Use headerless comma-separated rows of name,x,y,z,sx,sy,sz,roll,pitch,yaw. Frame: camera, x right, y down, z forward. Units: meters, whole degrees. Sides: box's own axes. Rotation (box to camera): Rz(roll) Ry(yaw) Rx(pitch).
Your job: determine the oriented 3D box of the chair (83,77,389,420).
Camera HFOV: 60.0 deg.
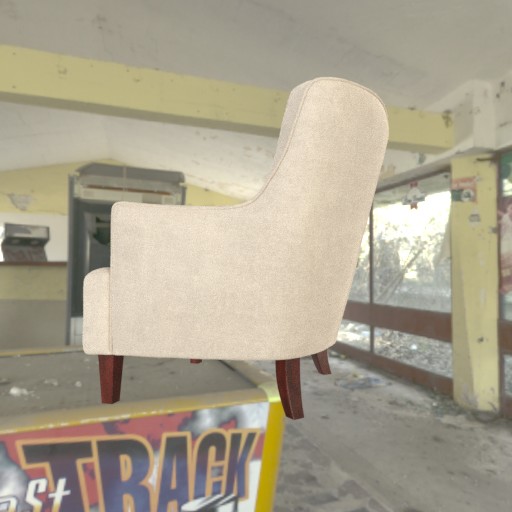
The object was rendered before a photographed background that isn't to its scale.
chair,0.000,0.000,1.572,0.910,0.920,0.781,-1,-2,17
